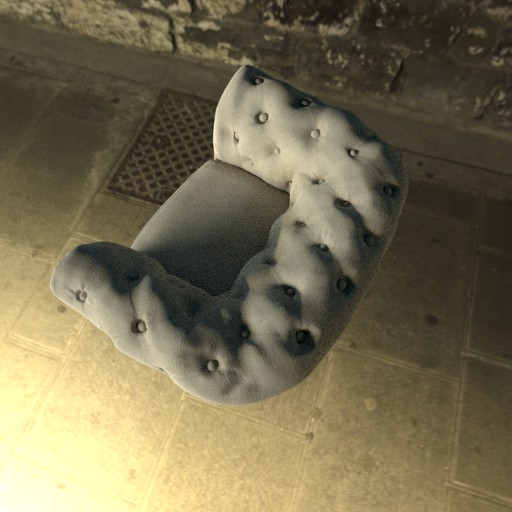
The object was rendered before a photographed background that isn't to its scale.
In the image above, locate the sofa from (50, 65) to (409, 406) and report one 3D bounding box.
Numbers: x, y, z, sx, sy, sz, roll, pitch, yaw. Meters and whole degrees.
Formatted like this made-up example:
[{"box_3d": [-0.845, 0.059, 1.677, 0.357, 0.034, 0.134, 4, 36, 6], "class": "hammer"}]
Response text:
[{"box_3d": [0.000, 0.000, 2.064, 1.034, 0.878, 1.405, 30, 67, 14], "class": "sofa"}]
